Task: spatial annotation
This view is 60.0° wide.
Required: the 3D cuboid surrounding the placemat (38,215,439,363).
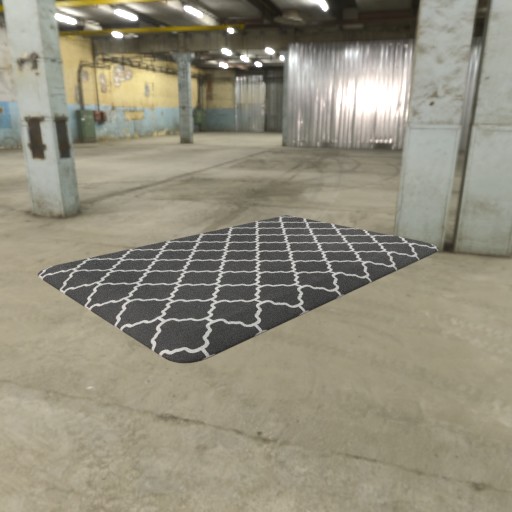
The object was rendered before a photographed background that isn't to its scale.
[{"bbox_3d":[0.000,0.000,0.969,0.762,0.021,0.508,-16,23,-42],"label":"placemat"}]
